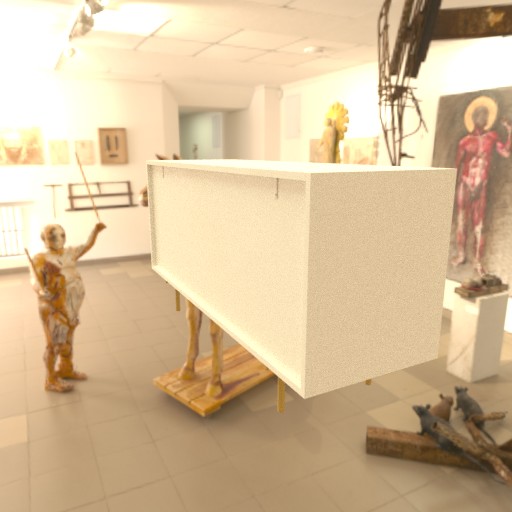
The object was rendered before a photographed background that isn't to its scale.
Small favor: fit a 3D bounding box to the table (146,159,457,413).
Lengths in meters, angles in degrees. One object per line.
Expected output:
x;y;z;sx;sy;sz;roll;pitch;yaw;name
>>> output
0.000;0.000;1.879;0.508;0.769;1.500;-7;15;-27;table
